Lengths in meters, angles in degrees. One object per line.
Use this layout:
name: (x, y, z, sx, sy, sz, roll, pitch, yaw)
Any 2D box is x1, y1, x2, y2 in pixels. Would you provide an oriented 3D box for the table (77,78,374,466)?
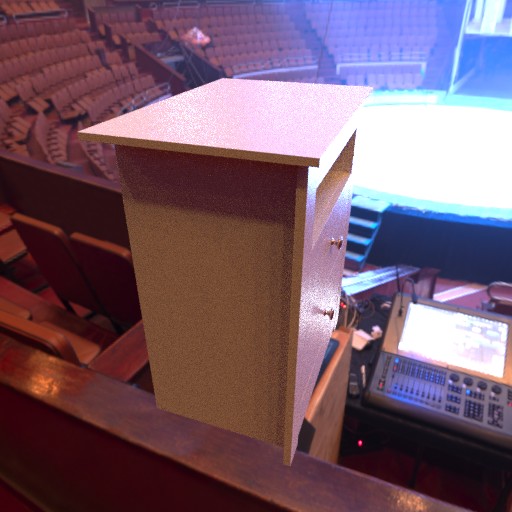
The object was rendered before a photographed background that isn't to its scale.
table: (0.000, 0.000, 1.081, 0.406, 0.711, 0.589, 10, 32, 17)
